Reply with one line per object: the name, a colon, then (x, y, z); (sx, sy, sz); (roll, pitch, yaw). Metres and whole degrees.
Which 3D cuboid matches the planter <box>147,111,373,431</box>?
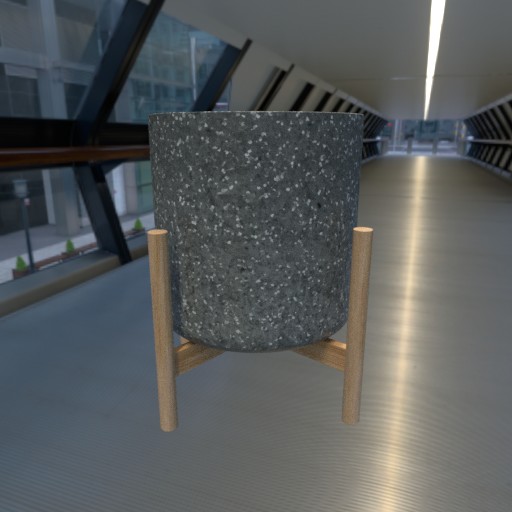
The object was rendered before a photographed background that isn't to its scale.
planter: (0.000, 0.000, 0.694); (0.360, 0.419, 0.360); (-7, 17, -25)
